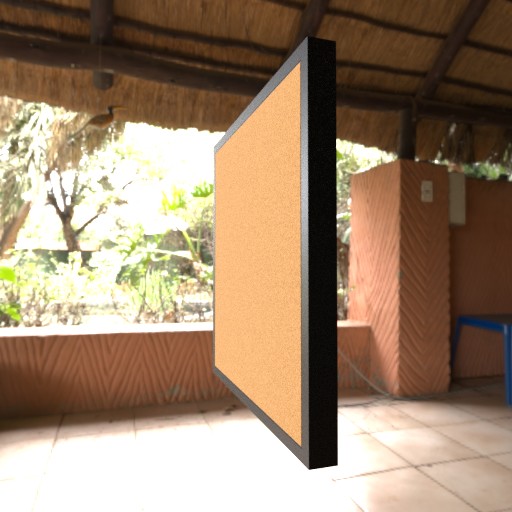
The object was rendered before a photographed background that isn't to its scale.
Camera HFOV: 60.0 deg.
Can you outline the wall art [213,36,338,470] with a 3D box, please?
[{"bbox_3d":[0.000,0.000,0.762,0.038,0.506,0.506,0,-2,-18],"label":"wall art"}]
